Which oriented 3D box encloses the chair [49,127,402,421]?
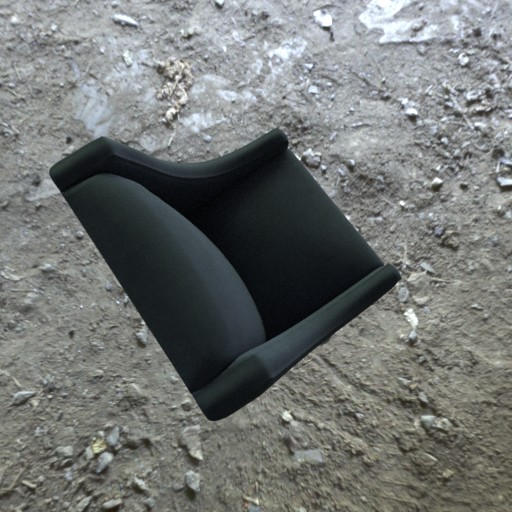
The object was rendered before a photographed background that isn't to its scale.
[{"bbox_3d":[0.000,0.000,1.307,0.629,0.895,0.629,-35,77,-9],"label":"chair"}]
